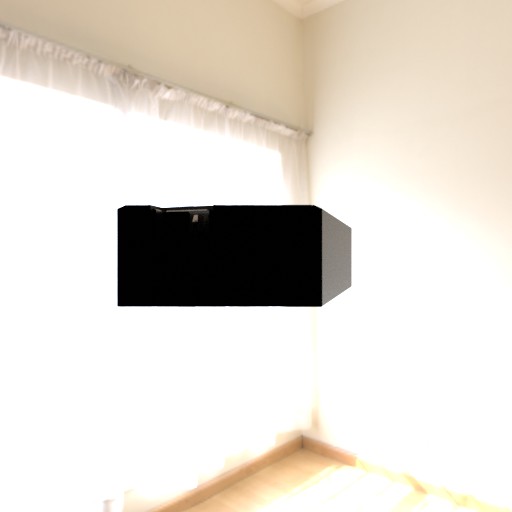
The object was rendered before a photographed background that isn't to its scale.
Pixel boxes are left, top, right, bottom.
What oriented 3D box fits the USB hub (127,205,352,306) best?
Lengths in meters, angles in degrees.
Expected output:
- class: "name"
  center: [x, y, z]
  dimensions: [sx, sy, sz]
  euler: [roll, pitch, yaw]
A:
- class: "USB hub"
  center: [0.000, 0.000, 0.126]
  dimensions: [0.044, 0.023, 0.110]
  euler: [0, 0, 17]
